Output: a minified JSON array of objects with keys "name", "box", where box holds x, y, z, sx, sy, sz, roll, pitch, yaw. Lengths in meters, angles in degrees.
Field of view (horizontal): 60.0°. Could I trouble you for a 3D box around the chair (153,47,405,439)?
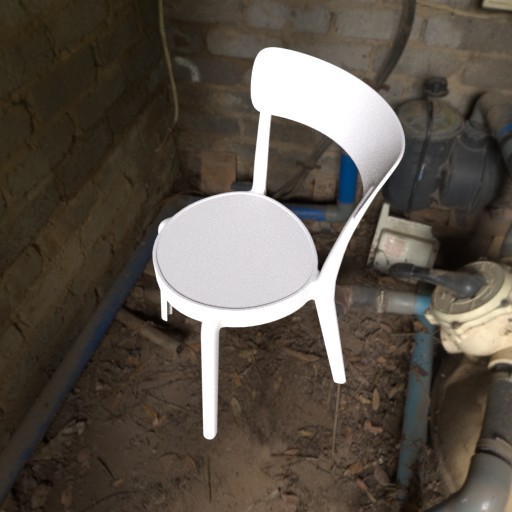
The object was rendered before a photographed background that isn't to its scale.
[{"name":"chair","box":[0.000,0.000,1.099,0.491,0.790,0.506,-18,49,-16]}]
